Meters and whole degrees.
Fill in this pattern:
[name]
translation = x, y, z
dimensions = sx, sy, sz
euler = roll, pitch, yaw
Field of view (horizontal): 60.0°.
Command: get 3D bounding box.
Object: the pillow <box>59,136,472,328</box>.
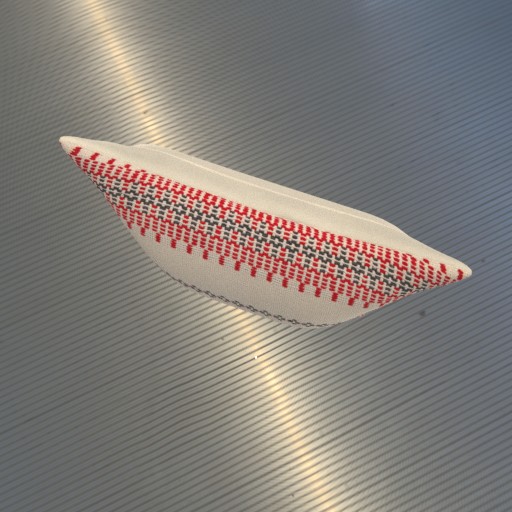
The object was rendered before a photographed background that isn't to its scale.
[pillow]
translation = 0.000, 0.000, 0.688
dimensions = 0.463, 0.454, 0.160
euler = 19, 78, 4
